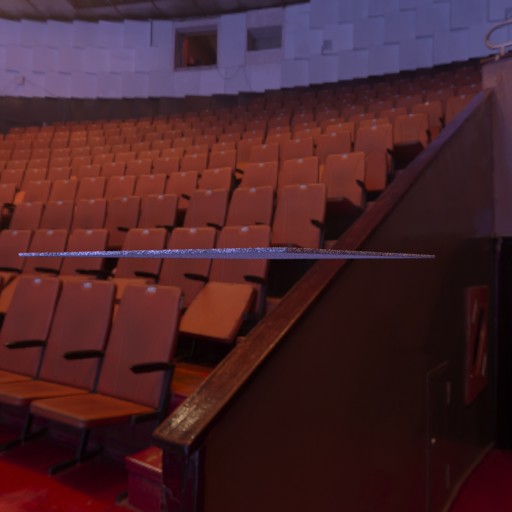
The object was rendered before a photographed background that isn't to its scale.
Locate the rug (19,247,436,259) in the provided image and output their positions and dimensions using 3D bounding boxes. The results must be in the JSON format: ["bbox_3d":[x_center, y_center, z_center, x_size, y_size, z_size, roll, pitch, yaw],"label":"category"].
[{"bbox_3d":[0.000,0.000,3.978,2.401,0.025,3.000,-1,-1,35],"label":"rug"}]
